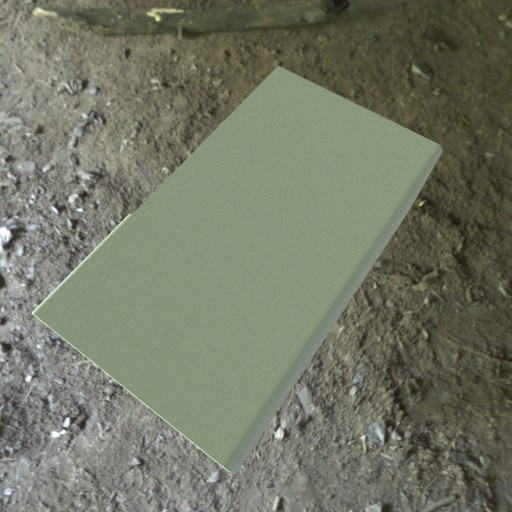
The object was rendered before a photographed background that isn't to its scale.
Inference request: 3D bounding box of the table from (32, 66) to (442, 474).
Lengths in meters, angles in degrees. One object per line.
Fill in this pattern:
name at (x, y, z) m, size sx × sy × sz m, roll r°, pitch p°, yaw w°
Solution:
table at (0.000, 0.000, 1.433) m, size 0.639 × 0.442 × 1.097 m, roll 32°, pitch 68°, yaw 15°
